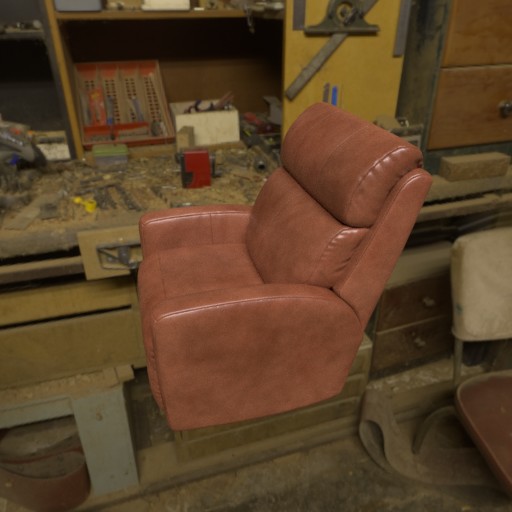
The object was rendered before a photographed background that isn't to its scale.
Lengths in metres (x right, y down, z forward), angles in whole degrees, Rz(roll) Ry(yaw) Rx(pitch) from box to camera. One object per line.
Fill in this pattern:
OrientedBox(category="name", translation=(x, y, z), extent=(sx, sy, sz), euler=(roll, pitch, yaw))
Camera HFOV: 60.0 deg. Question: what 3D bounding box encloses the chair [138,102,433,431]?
OrientedBox(category="chair", translation=(0.000, 0.000, 1.736), extent=(0.939, 1.016, 0.787), euler=(-8, 31, -14))
